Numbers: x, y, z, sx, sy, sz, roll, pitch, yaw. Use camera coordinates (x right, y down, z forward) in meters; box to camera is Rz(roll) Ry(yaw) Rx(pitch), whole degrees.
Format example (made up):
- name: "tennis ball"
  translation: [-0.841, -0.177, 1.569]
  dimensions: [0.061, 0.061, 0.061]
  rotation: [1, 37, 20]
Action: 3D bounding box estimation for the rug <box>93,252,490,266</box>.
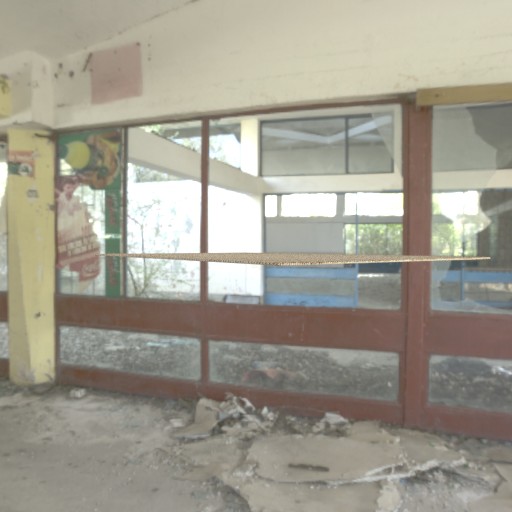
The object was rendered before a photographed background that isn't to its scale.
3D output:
- name: "rug"
  translation: [0.000, 0.000, 3.057]
  dimensions: [1.533, 0.011, 2.439]
  rotation: [-1, 1, -35]
